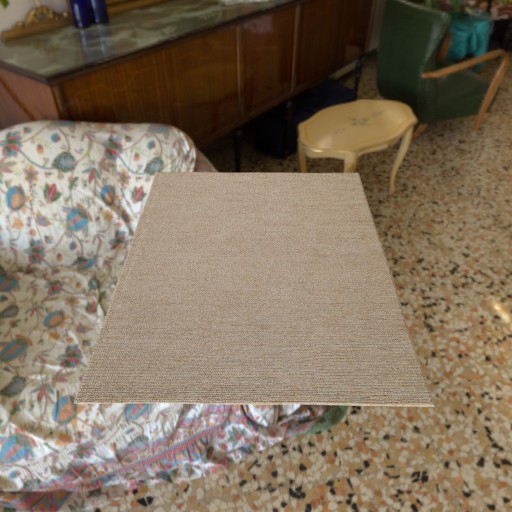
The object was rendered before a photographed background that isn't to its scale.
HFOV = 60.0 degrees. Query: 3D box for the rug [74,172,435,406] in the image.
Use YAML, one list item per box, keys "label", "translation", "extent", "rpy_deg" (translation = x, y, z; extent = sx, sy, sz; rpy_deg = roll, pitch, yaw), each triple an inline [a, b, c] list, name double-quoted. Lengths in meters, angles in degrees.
- label: "rug"
  translation: [0.000, 0.000, 4.100]
  extent: [2.406, 0.012, 3.034]
  rpy_deg: [0, 41, 0]
